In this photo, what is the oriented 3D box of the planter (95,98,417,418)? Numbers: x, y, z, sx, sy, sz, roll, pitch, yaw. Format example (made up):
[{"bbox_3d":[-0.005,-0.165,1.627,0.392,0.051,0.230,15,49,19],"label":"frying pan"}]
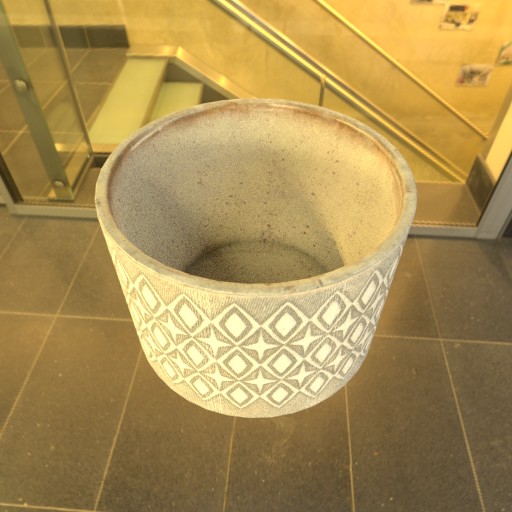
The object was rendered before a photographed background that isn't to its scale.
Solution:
[{"bbox_3d":[0.000,0.000,0.315,0.186,0.144,0.186,0,46,0],"label":"planter"}]
